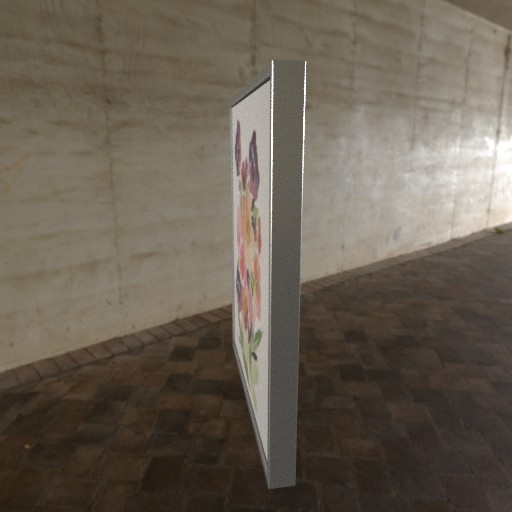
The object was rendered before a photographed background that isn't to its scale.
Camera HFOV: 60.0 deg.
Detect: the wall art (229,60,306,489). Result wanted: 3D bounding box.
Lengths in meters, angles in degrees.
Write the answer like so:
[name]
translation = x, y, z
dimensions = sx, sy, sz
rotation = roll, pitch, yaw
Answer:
[wall art]
translation = 0.000, 0.000, 0.764
dimensions = 0.038, 0.549, 0.452
rotation = -2, 14, -9
